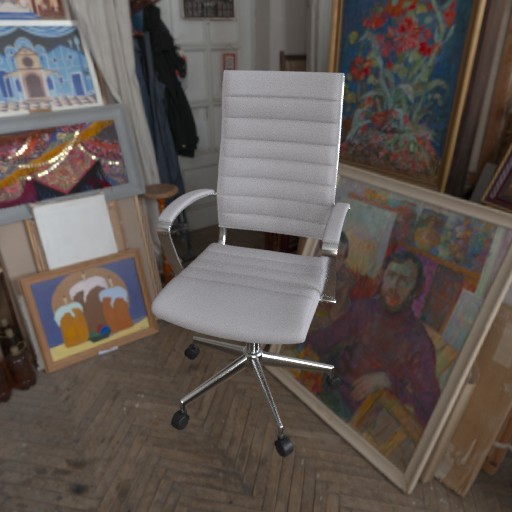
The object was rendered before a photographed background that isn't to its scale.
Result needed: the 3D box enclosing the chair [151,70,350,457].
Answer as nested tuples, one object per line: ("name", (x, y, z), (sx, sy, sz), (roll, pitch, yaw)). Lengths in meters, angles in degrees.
("chair", (0.000, 0.000, 1.546), (0.679, 1.149, 0.667), (8, 28, 16))
